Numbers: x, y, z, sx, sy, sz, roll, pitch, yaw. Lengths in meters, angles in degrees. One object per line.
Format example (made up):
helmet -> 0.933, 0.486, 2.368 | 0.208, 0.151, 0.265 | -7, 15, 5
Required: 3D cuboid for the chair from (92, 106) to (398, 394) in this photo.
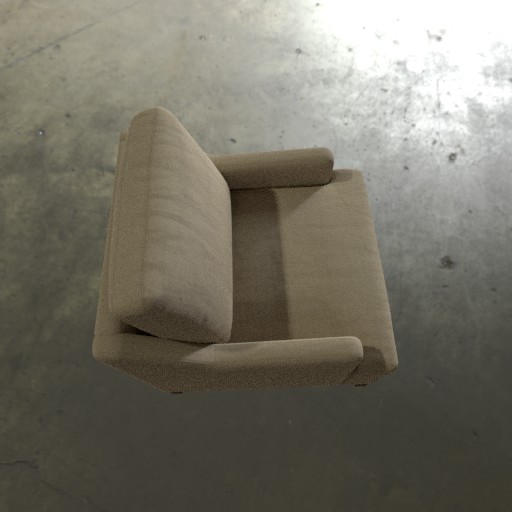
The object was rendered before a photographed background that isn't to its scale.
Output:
chair -> 0.000, 0.000, 1.719 | 1.001, 0.916, 0.912 | -2, 63, -1
